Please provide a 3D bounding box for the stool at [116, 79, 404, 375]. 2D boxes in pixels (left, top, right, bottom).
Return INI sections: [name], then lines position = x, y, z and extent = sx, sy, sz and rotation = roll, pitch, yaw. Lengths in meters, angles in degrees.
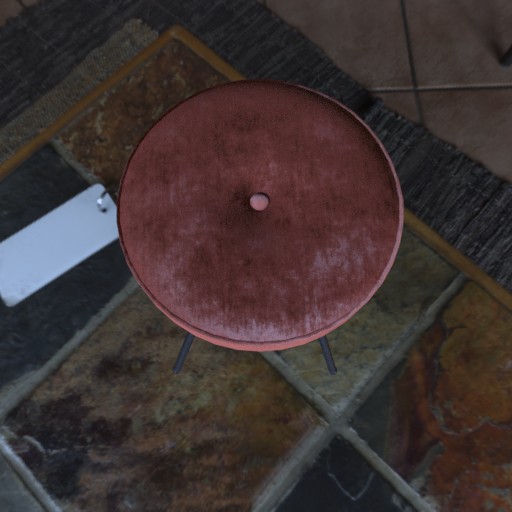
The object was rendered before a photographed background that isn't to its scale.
[stool]
position = 0.000, 0.000, 0.899
extent = 0.421, 0.593, 0.457
rotation = 0, 74, 0
